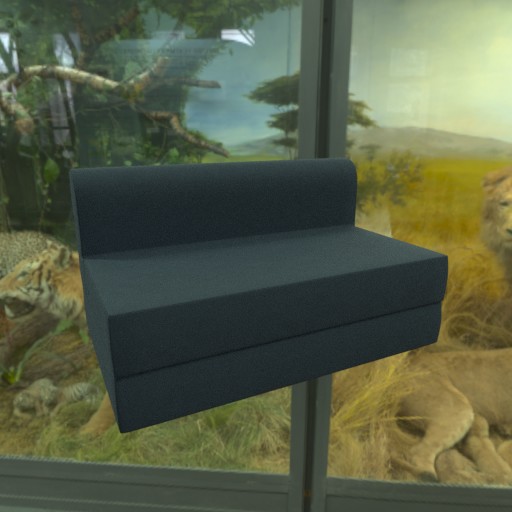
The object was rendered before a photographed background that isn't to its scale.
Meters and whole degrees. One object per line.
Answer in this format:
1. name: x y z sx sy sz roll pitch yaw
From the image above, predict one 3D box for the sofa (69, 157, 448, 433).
1. sofa: 0.000 0.000 1.685 1.219 0.660 0.762 -8 18 -25
